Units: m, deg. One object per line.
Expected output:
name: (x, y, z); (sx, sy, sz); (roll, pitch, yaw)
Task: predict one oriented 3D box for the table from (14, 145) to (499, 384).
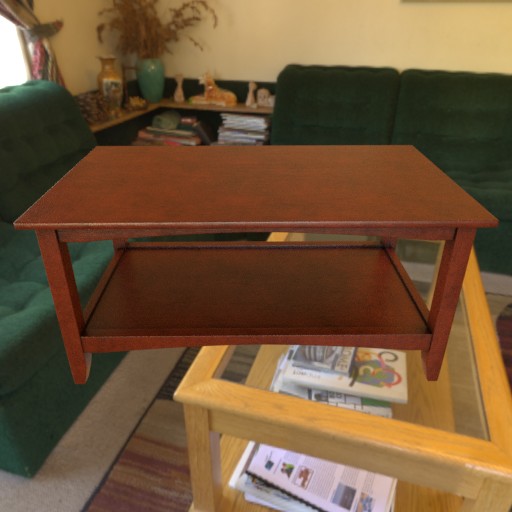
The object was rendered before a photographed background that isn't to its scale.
table: (0.000, 0.000, 1.202); (0.943, 0.456, 0.533); (0, 30, -1)
